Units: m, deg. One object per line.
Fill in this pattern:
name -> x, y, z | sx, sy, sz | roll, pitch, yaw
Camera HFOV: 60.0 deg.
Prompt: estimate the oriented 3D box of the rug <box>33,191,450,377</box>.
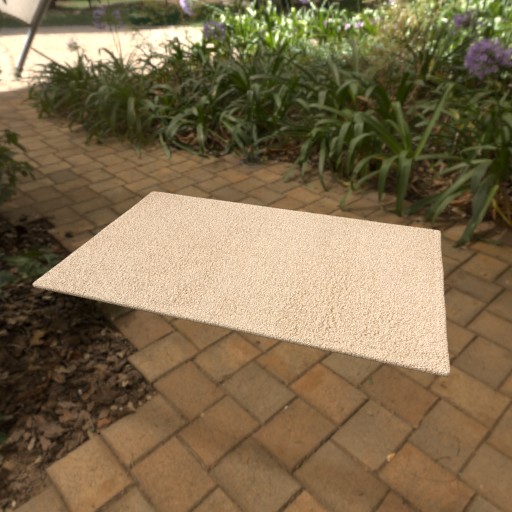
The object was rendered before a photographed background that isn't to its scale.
rug -> 0.000, 0.000, 3.049 | 2.438, 0.030, 1.524 | 10, 33, 15
